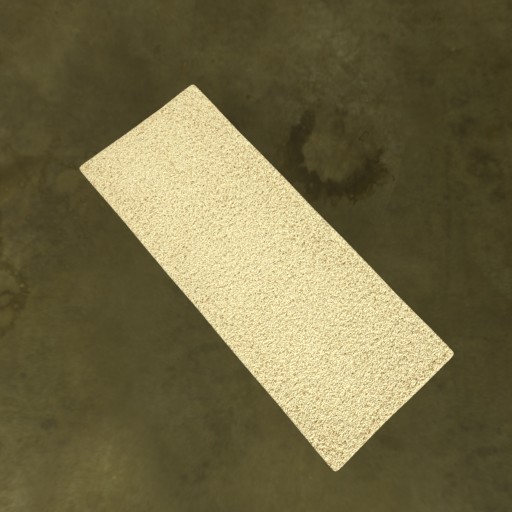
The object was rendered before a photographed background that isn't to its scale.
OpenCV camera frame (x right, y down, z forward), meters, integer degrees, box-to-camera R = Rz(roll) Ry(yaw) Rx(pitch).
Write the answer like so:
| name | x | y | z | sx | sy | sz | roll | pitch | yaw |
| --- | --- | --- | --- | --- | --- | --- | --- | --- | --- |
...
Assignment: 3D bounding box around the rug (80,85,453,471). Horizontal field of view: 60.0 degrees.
| name | x | y | z | sx | sy | sz | roll | pitch | yaw |
| --- | --- | --- | --- | --- | --- | --- | --- | --- | --- |
| rug | 0.000 | 0.000 | 1.730 | 0.609 | 0.030 | 1.524 | -40 | 78 | -10 |
